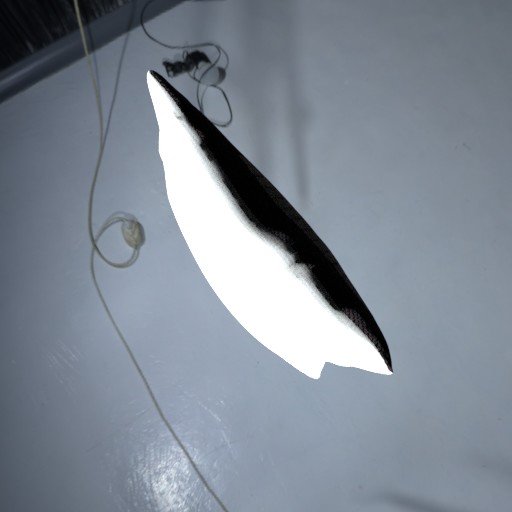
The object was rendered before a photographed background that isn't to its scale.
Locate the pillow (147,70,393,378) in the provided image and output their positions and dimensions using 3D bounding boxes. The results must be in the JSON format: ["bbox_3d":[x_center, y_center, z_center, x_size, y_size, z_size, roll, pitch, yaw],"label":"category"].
[{"bbox_3d":[0.000,0.000,0.740,0.178,0.473,0.475,-35,79,-8],"label":"pillow"}]
